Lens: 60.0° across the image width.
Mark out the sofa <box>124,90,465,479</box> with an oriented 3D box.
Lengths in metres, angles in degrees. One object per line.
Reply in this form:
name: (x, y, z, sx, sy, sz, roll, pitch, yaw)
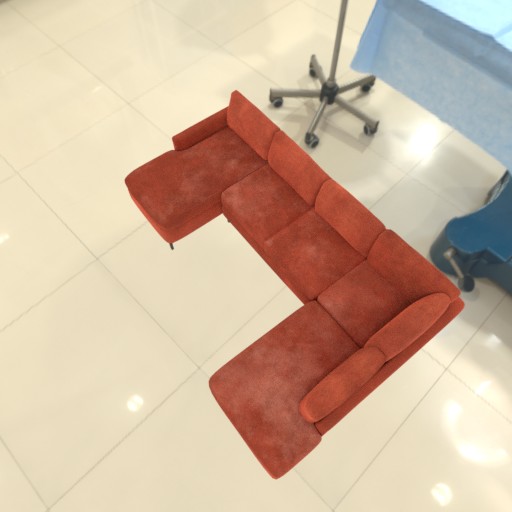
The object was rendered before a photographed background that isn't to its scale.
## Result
sofa: (0.000, 0.000, 3.894, 1.981, 0.858, 2.971, -34, 67, -17)
